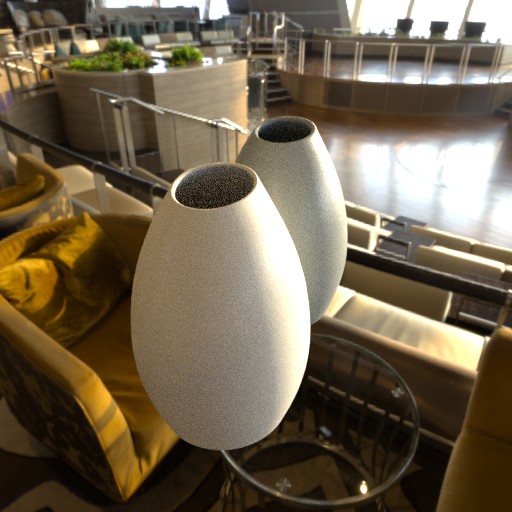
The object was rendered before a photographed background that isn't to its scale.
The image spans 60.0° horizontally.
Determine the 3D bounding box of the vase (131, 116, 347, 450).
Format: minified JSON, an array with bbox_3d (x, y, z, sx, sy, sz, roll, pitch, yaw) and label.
[{"bbox_3d":[0.000,0.000,0.257,0.089,0.131,0.187,11,32,18],"label":"vase"}]
